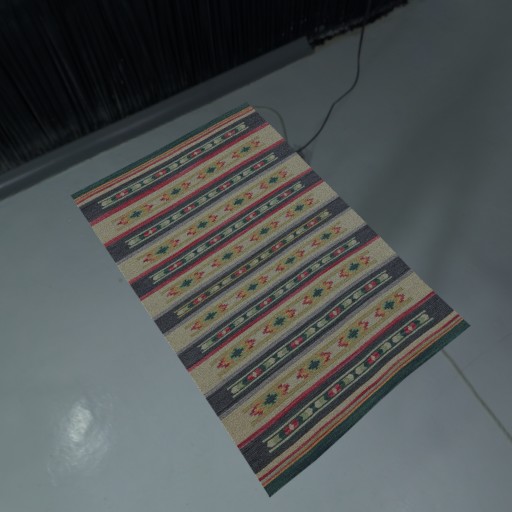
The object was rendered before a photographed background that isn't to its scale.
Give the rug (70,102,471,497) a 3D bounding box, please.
[{"bbox_3d":[0.000,0.000,2.873,1.522,0.010,2.311,-33,67,-16],"label":"rug"}]
